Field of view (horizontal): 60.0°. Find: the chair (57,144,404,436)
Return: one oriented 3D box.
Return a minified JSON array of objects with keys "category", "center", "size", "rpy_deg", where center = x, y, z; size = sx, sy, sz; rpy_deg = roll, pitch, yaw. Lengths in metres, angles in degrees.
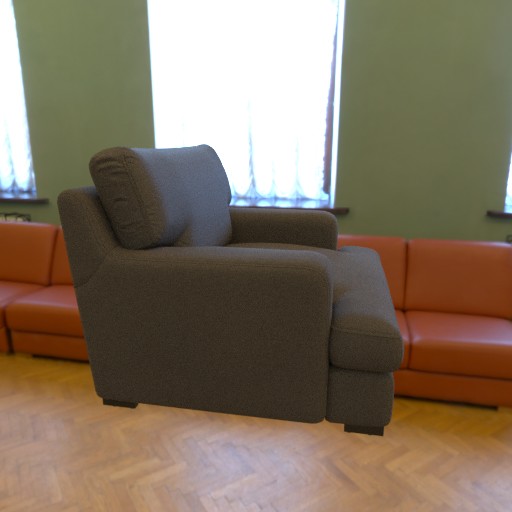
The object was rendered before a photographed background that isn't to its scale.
[{"category":"chair","center":[0.000,0.000,1.936],"size":[1.143,0.940,1.168],"rpy_deg":[3,15,11]}]
